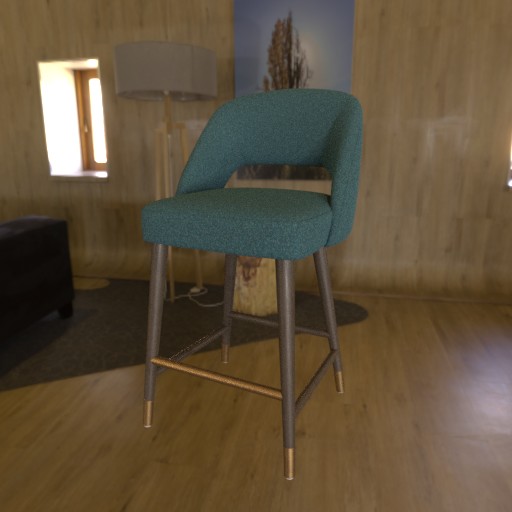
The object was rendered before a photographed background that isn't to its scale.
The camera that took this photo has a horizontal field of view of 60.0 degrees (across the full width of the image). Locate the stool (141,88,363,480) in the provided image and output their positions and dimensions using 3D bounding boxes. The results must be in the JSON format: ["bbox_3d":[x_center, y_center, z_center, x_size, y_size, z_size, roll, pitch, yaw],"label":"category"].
[{"bbox_3d":[0.000,0.000,1.261,0.536,0.939,0.522,7,16,26],"label":"stool"}]
